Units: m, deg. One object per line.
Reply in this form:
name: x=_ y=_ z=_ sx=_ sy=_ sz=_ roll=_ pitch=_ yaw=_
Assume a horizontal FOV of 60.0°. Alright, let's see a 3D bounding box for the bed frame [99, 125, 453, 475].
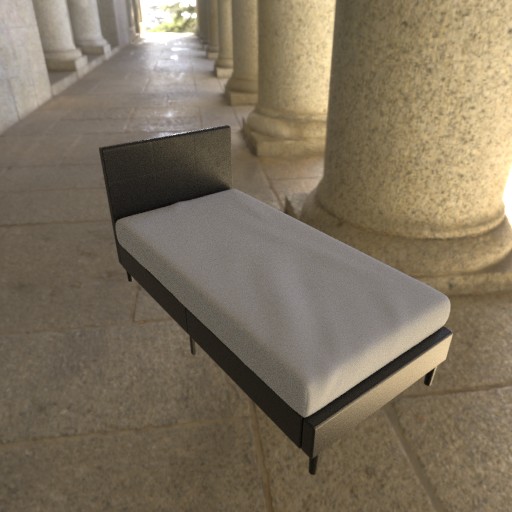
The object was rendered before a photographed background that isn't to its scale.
bed frame: x=0.000 y=0.000 z=2.565 sx=1.038 sy=1.046 sz=2.152 roll=-21 pitch=36 yaw=-32
